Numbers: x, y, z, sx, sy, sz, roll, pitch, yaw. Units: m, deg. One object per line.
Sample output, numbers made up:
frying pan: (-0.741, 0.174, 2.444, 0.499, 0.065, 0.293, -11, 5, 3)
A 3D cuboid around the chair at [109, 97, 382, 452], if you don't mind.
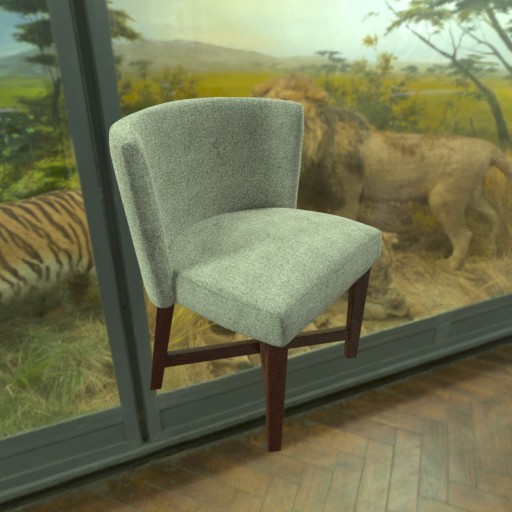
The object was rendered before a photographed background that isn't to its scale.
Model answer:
chair: (0.000, 0.000, 1.295, 0.575, 0.827, 0.728, 18, 32, 32)
